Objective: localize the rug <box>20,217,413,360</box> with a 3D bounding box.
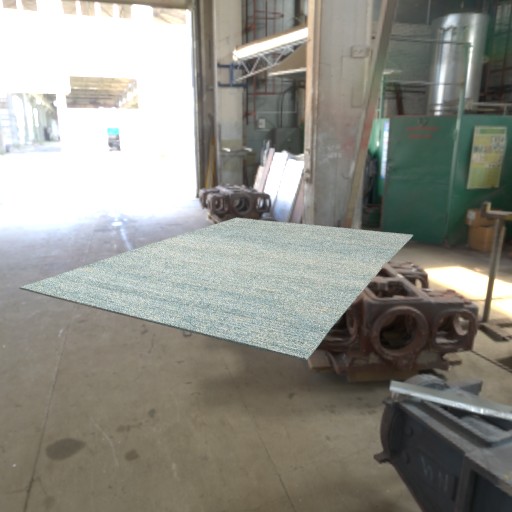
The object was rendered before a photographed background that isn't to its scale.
[{"bbox_3d":[0.000,0.000,2.903,1.611,0.026,2.260,8,18,27],"label":"rug"}]
